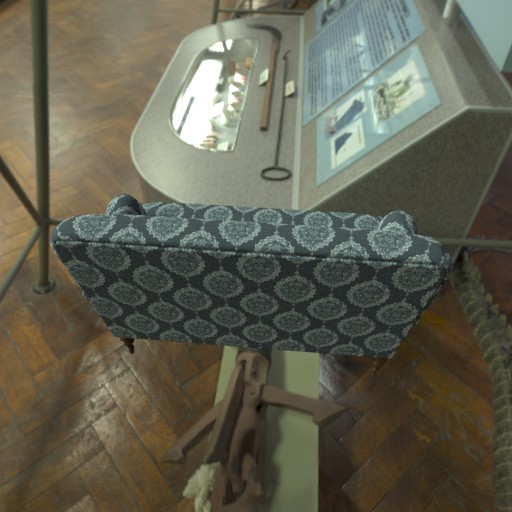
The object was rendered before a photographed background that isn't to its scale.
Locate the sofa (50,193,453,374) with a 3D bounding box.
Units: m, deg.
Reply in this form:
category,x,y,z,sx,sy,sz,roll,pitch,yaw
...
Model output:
category,x,y,z,sx,sy,sz,roll,pitch,yaw
sofa,0.000,0.000,1.824,1.297,0.867,0.779,4,46,4
